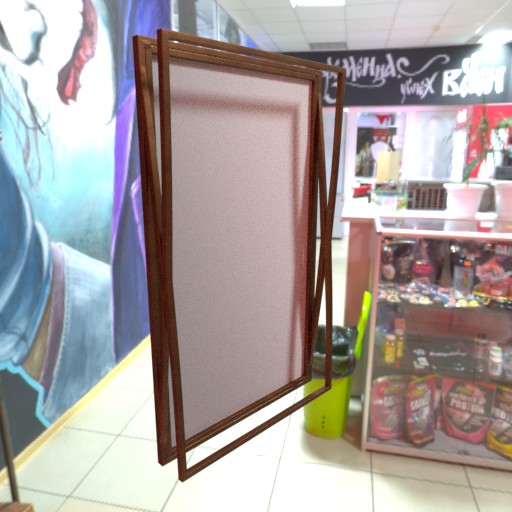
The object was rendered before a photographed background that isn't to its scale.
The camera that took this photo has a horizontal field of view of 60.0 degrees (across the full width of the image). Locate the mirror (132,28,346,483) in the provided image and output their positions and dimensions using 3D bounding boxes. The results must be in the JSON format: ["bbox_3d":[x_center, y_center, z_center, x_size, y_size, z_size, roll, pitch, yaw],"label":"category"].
[{"bbox_3d":[0.000,0.000,0.912,0.468,0.768,0.082,-13,19,-43],"label":"mirror"}]
